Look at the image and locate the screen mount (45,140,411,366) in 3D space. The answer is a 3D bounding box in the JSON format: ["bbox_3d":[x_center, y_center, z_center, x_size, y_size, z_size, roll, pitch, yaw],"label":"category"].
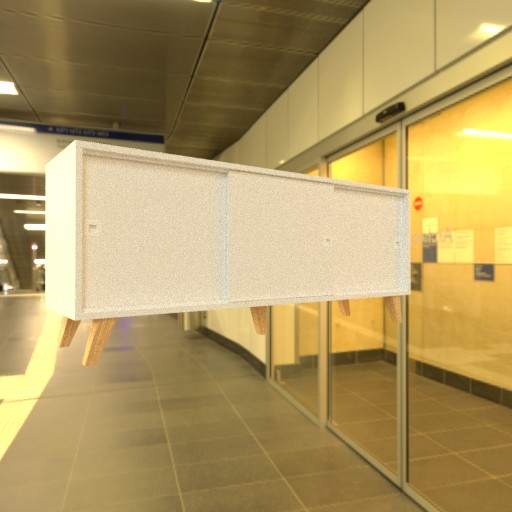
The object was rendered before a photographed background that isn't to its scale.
[{"bbox_3d":[0.000,0.000,1.791,1.490,0.619,0.400,0,0,-36],"label":"screen mount"}]
